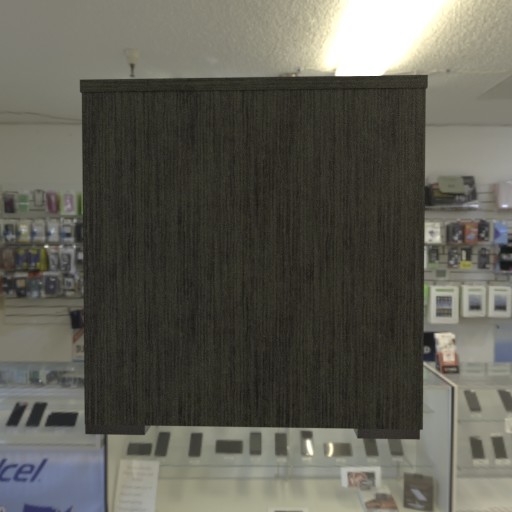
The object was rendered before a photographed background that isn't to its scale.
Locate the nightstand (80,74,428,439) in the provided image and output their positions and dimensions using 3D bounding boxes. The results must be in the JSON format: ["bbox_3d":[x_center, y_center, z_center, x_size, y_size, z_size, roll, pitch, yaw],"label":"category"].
[{"bbox_3d":[0.000,0.000,0.729,0.441,0.460,0.325,0,1,2],"label":"nightstand"}]
